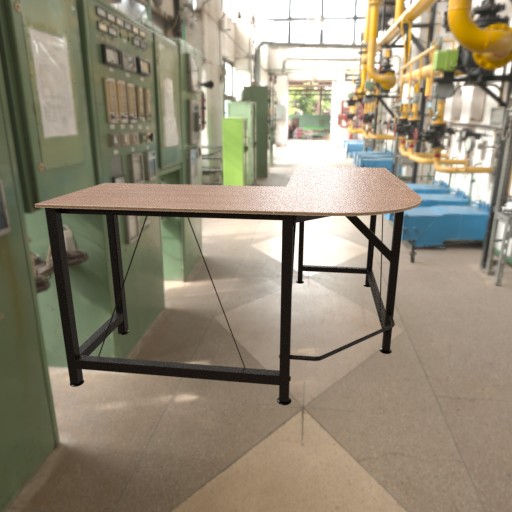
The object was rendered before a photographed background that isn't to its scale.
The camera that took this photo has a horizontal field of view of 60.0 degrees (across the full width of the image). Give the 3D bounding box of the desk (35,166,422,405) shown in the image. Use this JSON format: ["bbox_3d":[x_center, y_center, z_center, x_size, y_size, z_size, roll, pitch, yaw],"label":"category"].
[{"bbox_3d":[0.000,0.000,2.267,1.400,0.762,1.400,2,18,8],"label":"desk"}]
